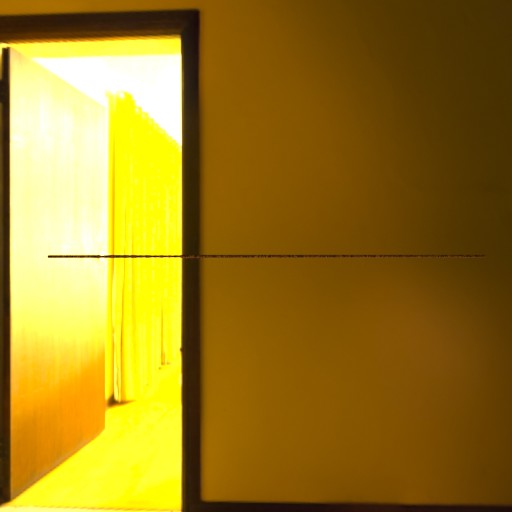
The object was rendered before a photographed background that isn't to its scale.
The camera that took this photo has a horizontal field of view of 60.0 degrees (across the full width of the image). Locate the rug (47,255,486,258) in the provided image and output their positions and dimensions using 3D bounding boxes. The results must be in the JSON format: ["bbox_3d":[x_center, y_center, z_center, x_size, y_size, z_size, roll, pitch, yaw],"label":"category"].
[{"bbox_3d":[0.000,0.000,2.289,1.808,0.011,1.189,0,0,-17],"label":"rug"}]
